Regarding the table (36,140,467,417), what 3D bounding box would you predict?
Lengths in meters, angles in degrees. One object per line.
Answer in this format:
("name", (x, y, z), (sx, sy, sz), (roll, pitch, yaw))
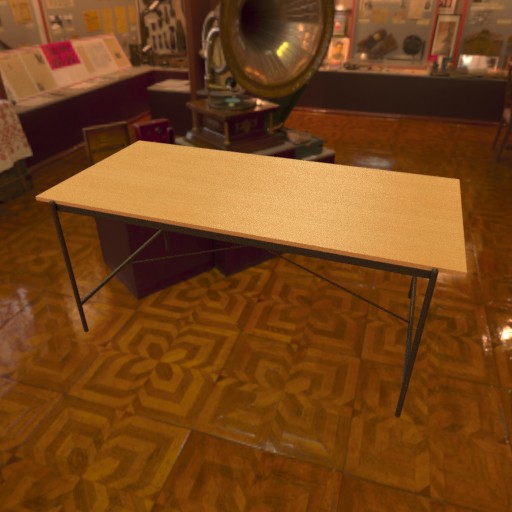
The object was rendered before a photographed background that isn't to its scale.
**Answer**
("table", (0.000, 0.000, 2.278), (1.800, 0.758, 0.900), (11, 34, 16))
